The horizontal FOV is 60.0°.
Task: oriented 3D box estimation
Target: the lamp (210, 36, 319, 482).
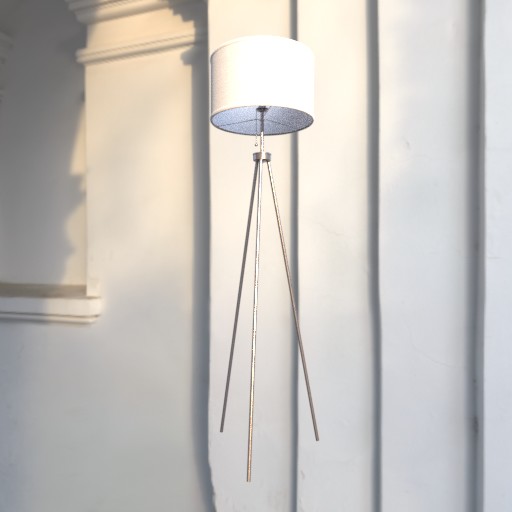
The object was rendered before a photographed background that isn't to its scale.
[{"bbox_3d":[0.000,0.000,1.767,0.458,1.545,0.448,0,1,37],"label":"lamp"}]
